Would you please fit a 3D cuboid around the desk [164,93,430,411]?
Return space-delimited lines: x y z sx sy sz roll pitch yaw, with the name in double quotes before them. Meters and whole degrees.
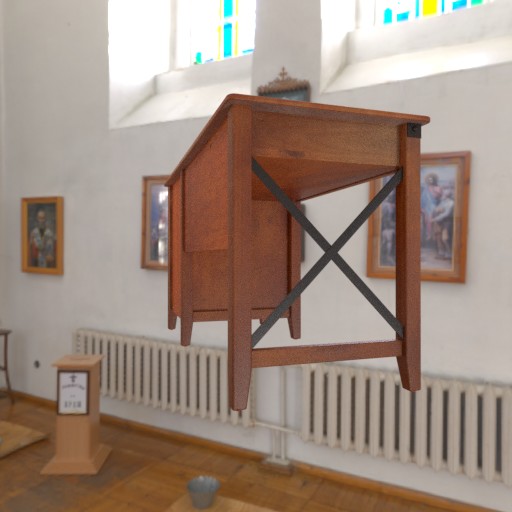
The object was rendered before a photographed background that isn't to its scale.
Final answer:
"desk" 0.000 0.000 1.759 0.574 0.756 1.353 0 0 -18
